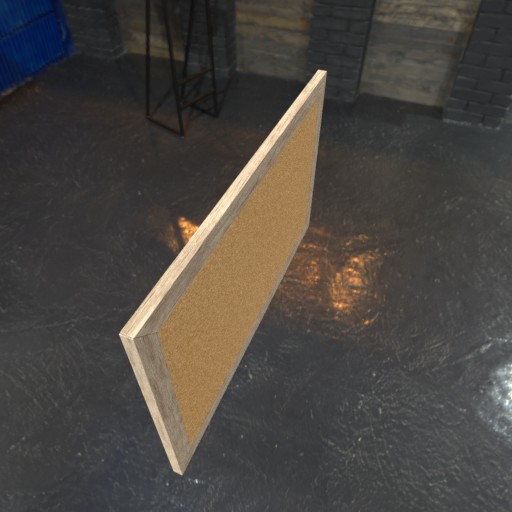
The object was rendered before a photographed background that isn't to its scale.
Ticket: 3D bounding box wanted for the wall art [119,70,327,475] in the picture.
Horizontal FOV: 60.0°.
[{"bbox_3d":[0.000,0.000,0.941,0.021,0.480,0.780,17,49,16],"label":"wall art"}]
